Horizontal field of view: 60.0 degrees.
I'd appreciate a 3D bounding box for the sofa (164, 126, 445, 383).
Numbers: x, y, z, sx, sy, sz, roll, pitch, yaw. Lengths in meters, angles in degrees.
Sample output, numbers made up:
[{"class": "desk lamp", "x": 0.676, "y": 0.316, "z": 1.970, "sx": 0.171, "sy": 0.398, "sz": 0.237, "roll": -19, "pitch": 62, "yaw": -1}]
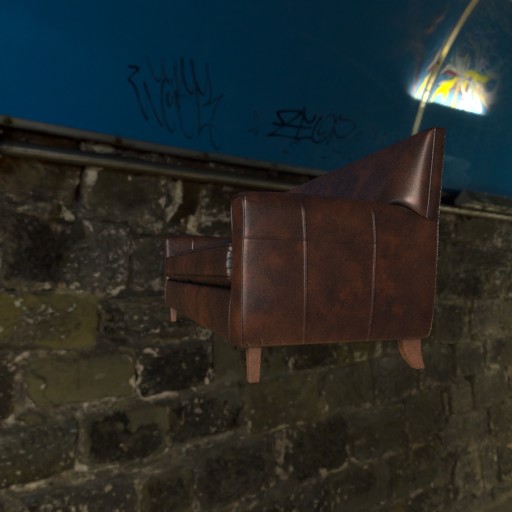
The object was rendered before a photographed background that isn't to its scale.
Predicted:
[{"class": "sofa", "x": 0.000, "y": 0.000, "z": 2.394, "sx": 0.786, "sy": 0.871, "sz": 1.995, "roll": 1, "pitch": -2, "yaw": -18}]
